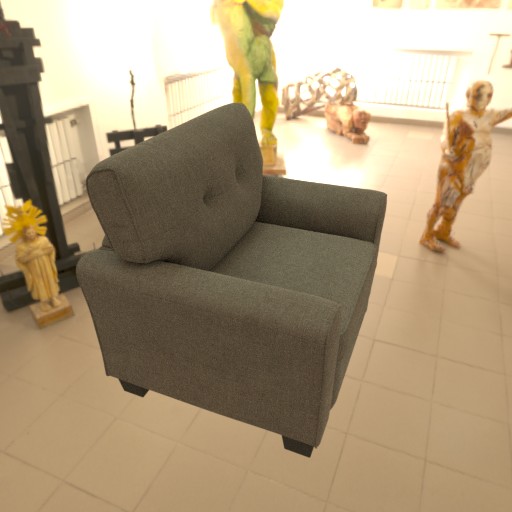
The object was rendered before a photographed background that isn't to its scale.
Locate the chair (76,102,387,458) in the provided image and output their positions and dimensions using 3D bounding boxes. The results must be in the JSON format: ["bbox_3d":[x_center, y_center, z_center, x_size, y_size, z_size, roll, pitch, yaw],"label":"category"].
[{"bbox_3d":[0.000,0.000,1.614,0.816,0.890,0.941,12,33,19],"label":"chair"}]
